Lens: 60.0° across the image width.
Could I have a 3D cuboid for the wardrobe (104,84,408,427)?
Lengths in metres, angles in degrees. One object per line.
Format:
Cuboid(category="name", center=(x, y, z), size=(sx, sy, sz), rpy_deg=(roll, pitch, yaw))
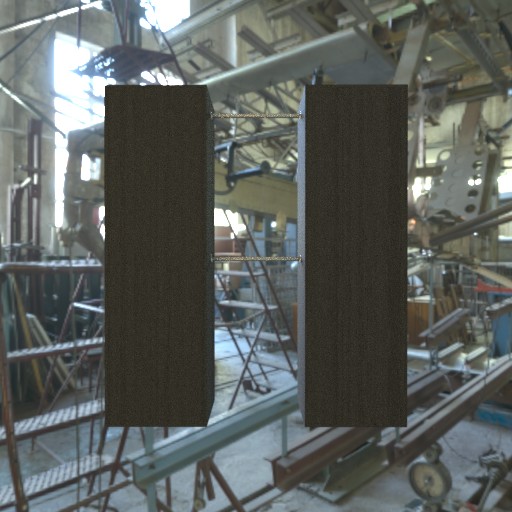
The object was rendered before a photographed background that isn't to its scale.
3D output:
Cuboid(category="wardrobe", center=(0.000, 0.000, 2.828), size=(1.770, 2.000, 0.480), rpy_deg=(0, 0, 0))
